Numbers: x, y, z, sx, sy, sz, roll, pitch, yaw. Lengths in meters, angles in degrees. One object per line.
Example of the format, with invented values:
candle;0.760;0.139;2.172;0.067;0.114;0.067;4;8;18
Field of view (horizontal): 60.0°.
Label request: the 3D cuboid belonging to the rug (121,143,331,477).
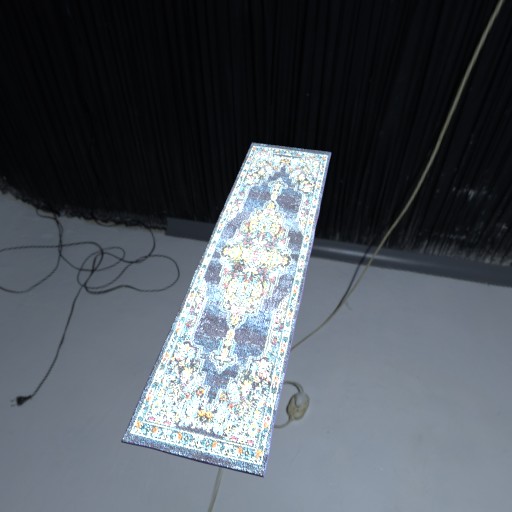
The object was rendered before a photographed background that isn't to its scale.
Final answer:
rug;0.000;0.000;2.519;0.602;0.016;2.283;10;47;9
